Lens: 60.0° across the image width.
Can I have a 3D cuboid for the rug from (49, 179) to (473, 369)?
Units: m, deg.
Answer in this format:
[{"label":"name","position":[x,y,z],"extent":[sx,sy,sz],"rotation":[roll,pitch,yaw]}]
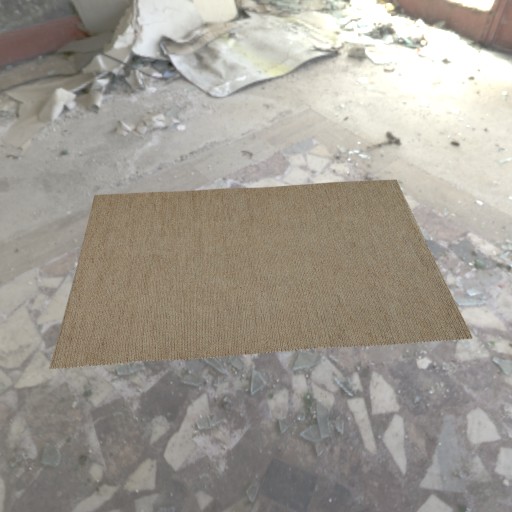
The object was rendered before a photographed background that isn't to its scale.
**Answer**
[{"label":"rug","position":[0.000,0.000,3.058],"extent":[2.439,0.011,1.533],"rotation":[-3,47,-3]}]
